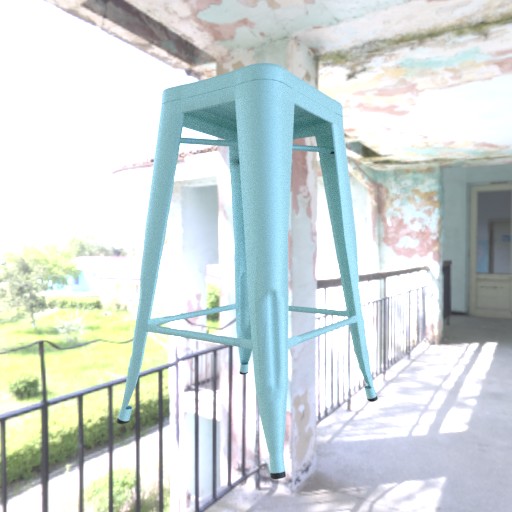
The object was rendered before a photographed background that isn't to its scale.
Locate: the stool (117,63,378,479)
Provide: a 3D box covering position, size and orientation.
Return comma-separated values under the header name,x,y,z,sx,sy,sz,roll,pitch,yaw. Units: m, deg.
name,x,y,z,sx,sy,sz,roll,pitch,yaw
stool,0.000,0.000,0.864,0.359,0.609,0.399,1,2,34
